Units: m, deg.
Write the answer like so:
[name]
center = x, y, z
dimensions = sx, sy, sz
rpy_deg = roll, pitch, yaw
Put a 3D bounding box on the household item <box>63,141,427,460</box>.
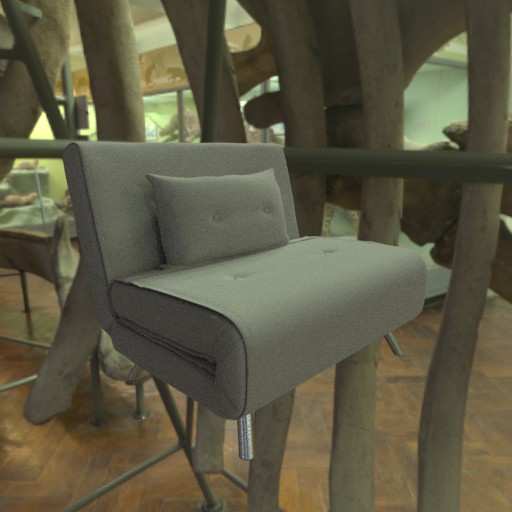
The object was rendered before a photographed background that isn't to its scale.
[household item]
center = 0.000, 0.000, 1.603
dimensions = 0.874, 0.800, 1.000
rpy_deg = 13, 19, 43
